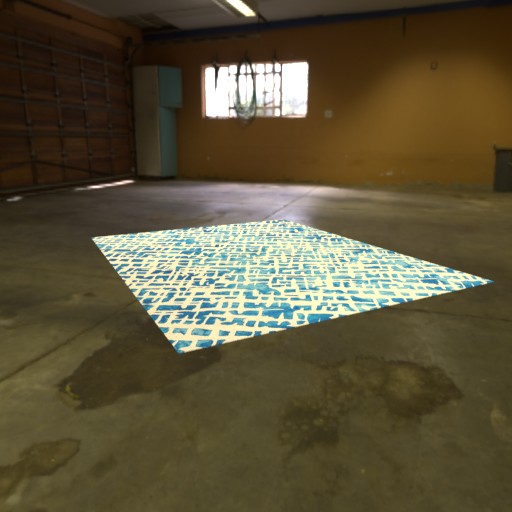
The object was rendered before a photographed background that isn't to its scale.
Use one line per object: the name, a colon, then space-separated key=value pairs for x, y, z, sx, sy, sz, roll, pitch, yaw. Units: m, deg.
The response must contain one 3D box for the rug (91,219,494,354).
rug: x=0.000 y=0.000 z=4.026 sx=2.435 sy=0.007 sz=3.007 roll=-8 pitch=17 yaw=-27
